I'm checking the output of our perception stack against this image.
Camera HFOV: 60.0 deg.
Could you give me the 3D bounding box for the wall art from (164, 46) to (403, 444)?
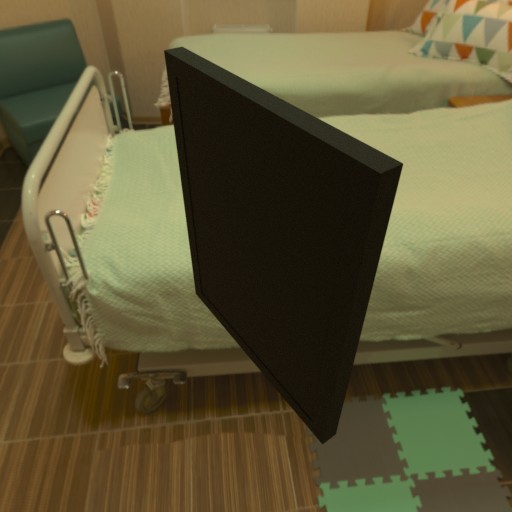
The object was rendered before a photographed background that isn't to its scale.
[{"bbox_3d":[0.000,0.000,0.756,0.033,0.559,0.457,-25,48,-26],"label":"wall art"}]
